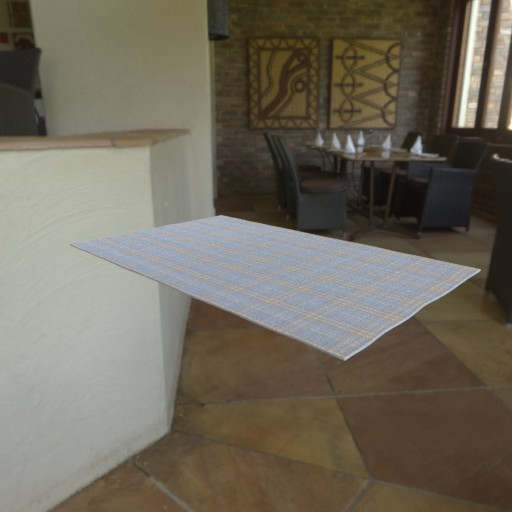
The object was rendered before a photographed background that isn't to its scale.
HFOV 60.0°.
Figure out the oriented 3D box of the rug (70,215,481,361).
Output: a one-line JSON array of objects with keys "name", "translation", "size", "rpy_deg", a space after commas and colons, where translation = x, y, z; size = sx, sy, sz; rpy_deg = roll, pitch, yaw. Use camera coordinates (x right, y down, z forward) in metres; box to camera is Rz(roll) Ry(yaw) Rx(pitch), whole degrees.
[{"name": "rug", "translation": [0.000, 0.000, 3.078], "size": [2.460, 0.016, 1.545], "rpy_deg": [16, 23, 42]}]
